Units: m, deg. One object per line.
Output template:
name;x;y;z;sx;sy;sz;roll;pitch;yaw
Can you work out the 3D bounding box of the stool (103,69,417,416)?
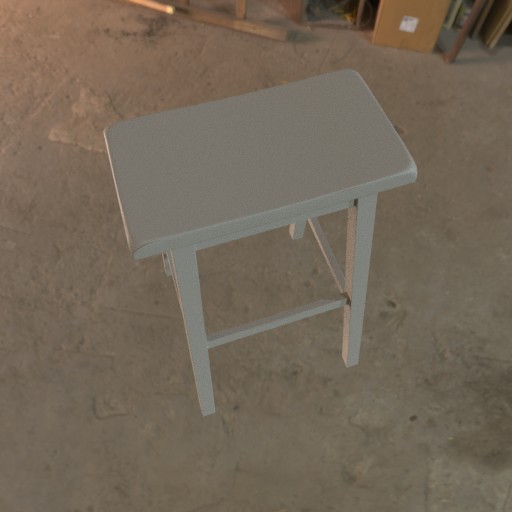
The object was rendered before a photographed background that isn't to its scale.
stool;0.000;0.000;1.015;0.457;0.737;0.476;-16;63;-8
